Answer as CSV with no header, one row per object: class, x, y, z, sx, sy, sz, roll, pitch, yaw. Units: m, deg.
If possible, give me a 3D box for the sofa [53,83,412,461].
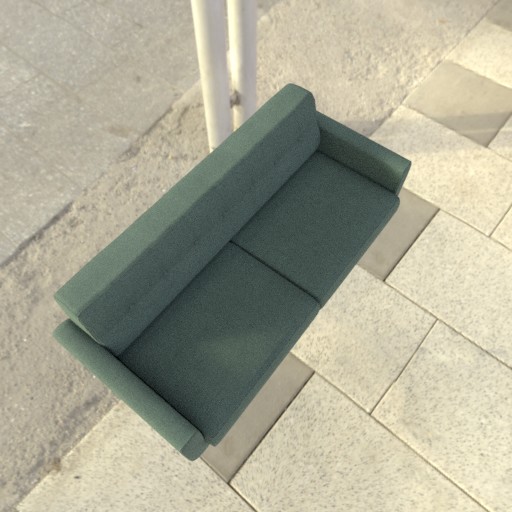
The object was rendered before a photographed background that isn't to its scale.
sofa,0.000,0.000,2.500,0.909,0.841,2.029,34,66,18
